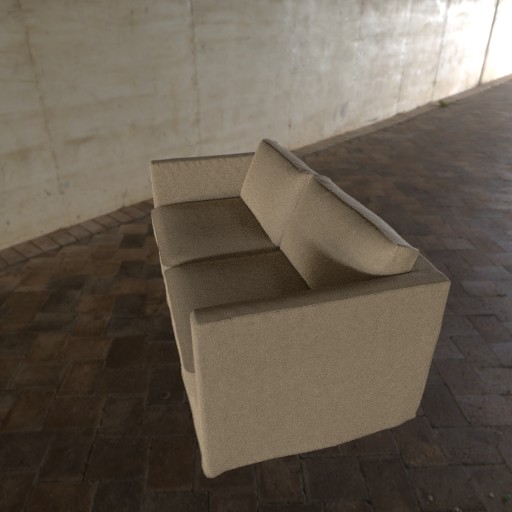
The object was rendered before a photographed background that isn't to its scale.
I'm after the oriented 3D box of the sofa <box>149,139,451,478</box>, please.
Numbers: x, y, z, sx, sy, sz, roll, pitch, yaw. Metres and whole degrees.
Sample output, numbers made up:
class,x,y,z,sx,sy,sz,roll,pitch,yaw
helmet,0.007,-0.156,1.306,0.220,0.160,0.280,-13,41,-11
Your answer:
class,x,y,z,sx,sy,sz,roll,pitch,yaw
sofa,0.000,0.000,2.299,0.956,0.828,1.766,-8,30,-14
